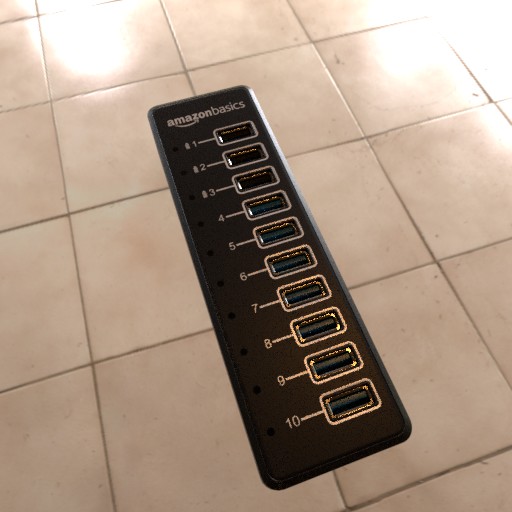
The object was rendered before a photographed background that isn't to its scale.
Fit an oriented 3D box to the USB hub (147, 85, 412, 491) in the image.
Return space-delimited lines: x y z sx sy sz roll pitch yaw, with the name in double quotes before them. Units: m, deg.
"USB hub" 0.000 0.000 0.159 0.044 0.023 0.145 -17 64 -9
